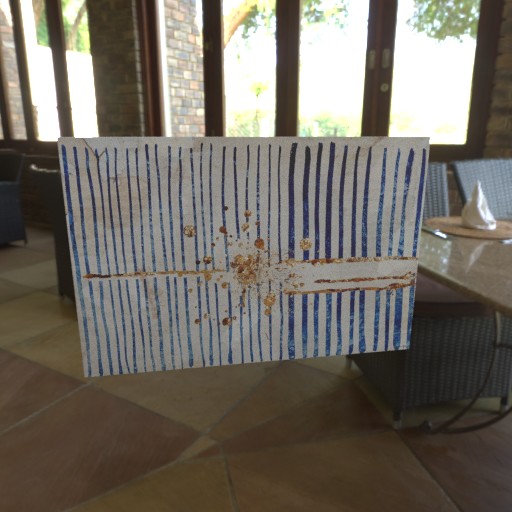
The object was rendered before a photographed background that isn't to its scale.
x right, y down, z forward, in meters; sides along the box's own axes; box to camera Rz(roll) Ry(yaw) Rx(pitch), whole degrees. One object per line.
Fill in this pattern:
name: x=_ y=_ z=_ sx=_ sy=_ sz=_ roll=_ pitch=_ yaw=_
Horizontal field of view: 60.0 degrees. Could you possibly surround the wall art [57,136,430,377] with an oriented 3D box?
wall art: x=0.000 y=0.000 z=1.459 sx=1.143 sy=0.757 sz=0.038 roll=-3 pitch=16 yaw=-10
